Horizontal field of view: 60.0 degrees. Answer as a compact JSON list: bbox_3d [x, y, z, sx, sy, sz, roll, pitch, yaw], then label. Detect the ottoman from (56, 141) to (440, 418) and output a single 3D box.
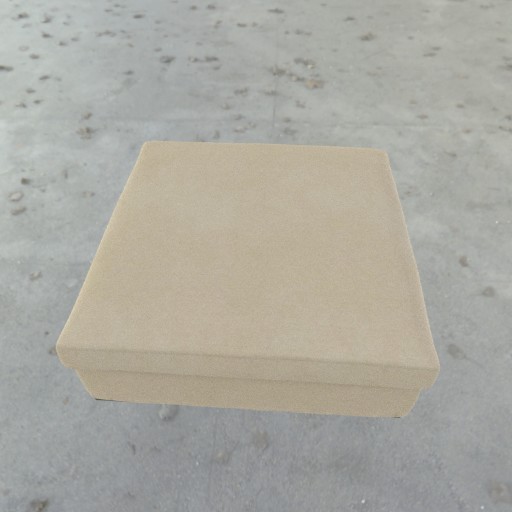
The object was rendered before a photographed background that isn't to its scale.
[{"bbox_3d":[0.000,0.000,1.854,1.205,0.522,1.190,3,47,3],"label":"ottoman"}]
